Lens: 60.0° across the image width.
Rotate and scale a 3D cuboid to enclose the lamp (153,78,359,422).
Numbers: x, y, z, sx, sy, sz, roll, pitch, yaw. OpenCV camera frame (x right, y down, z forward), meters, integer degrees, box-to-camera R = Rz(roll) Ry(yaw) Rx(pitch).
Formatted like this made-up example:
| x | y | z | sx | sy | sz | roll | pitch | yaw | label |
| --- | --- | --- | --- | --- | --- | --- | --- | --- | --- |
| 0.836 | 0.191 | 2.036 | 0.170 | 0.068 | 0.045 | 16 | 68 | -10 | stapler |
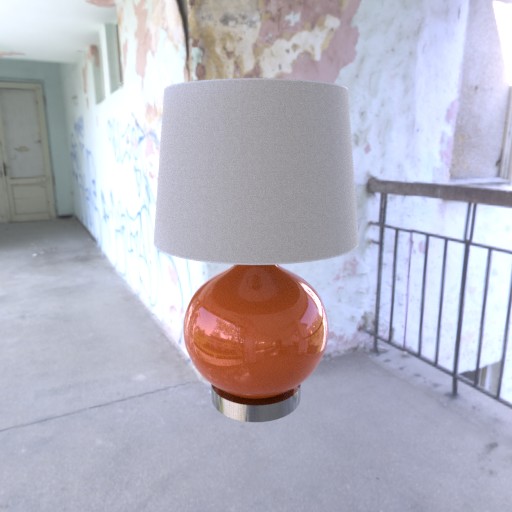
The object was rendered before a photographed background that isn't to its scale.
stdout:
| x | y | z | sx | sy | sz | roll | pitch | yaw | label |
| --- | --- | --- | --- | --- | --- | --- | --- | --- | --- |
| 0.000 | 0.000 | 0.550 | 0.247 | 0.387 | 0.247 | 0 | 14 | 0 | lamp |
